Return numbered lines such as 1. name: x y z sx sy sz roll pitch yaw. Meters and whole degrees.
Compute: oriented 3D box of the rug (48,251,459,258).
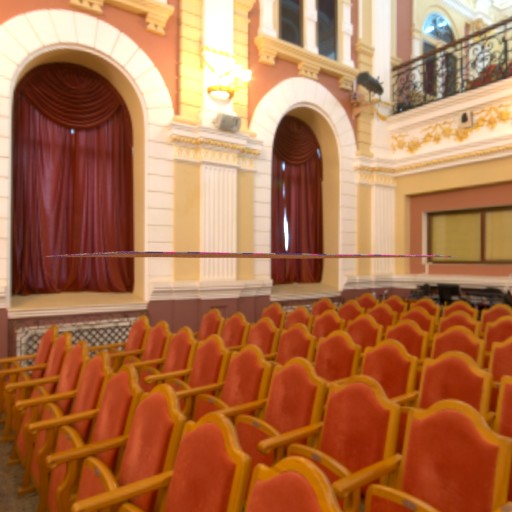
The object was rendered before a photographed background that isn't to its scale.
1. rug: 0.000 0.000 2.971 2.350 0.013 1.539 1 -1 -36
